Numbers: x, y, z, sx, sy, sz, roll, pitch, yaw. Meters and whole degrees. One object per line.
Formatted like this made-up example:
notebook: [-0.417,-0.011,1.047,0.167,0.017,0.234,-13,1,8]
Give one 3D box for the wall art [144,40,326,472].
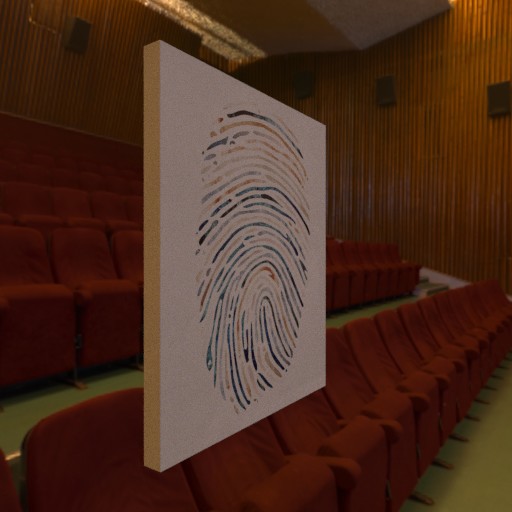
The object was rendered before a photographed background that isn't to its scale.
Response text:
wall art: [0.000,0.000,0.837,0.037,0.606,0.508,0,0,36]
